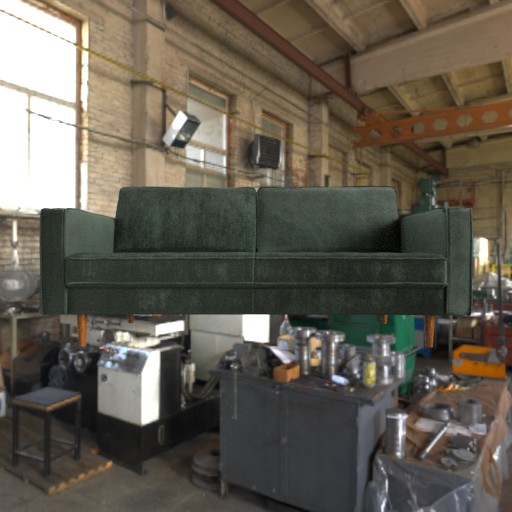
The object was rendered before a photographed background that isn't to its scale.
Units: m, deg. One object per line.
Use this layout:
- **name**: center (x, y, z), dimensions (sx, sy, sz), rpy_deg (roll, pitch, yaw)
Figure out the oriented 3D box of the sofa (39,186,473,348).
- **sofa**: center (0.000, 0.000, 2.238), dimensions (1.816, 0.781, 0.886), rpy_deg (0, 0, 1)
